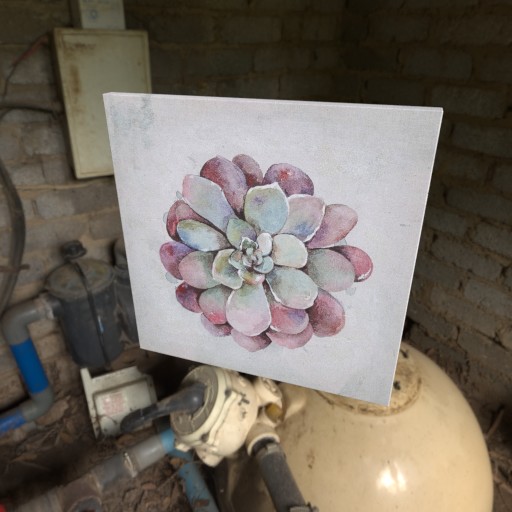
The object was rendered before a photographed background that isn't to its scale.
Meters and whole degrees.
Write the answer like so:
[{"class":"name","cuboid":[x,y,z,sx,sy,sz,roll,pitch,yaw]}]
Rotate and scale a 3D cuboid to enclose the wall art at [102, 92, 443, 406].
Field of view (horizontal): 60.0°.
[{"class":"wall art","cuboid":[0.000,0.000,1.137,0.762,0.762,0.041,9,28,17]}]
